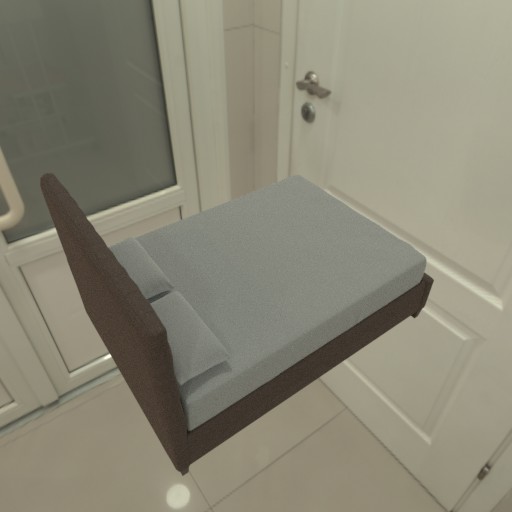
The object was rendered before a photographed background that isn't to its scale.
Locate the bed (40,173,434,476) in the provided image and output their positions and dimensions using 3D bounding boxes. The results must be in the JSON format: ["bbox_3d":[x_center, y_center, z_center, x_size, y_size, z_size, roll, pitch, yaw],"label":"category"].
[{"bbox_3d":[0.000,0.000,3.401,2.387,1.427,1.698,-25,47,-26],"label":"bed"}]
